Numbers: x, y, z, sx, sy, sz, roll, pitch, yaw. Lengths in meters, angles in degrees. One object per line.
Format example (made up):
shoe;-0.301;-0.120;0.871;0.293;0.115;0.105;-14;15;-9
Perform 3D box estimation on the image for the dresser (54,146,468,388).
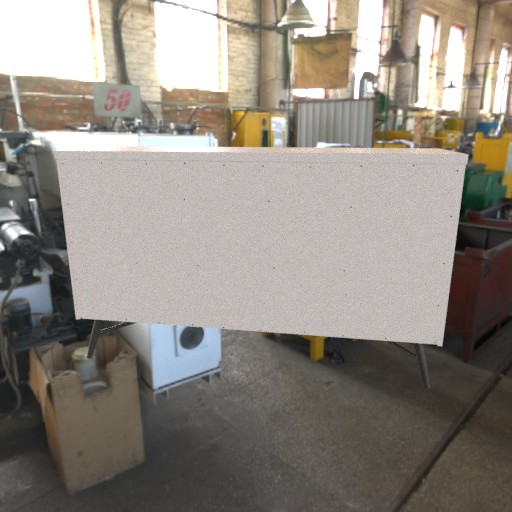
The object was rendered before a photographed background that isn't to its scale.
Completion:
dresser;0.000;0.000;1.953;1.524;0.914;0.457;3;16;9
